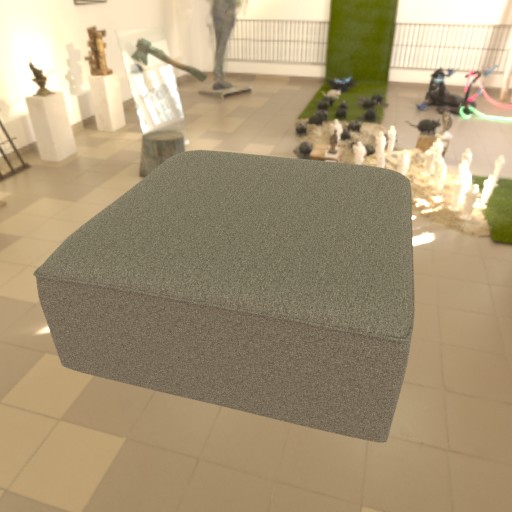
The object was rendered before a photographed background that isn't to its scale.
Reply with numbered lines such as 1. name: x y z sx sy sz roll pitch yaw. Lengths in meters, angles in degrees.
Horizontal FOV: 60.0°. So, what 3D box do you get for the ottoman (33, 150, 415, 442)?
1. ottoman: 0.000 0.000 1.581 1.015 0.464 1.005 9 33 13
